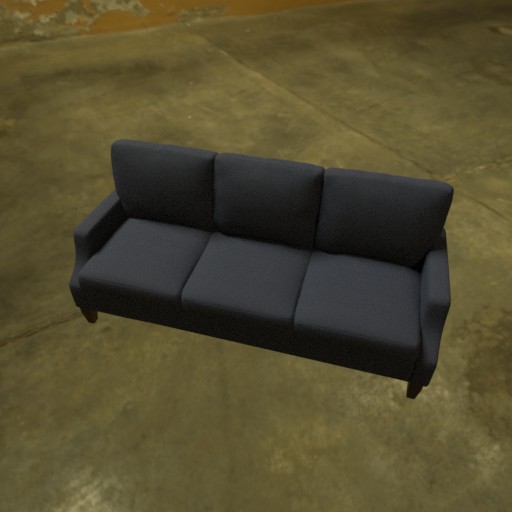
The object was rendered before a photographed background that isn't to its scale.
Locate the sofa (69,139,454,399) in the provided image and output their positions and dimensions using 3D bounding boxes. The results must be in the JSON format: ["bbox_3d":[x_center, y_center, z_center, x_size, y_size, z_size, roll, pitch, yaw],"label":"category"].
[{"bbox_3d":[0.000,0.000,2.631,2.115,0.984,0.888,10,41,12],"label":"sofa"}]
